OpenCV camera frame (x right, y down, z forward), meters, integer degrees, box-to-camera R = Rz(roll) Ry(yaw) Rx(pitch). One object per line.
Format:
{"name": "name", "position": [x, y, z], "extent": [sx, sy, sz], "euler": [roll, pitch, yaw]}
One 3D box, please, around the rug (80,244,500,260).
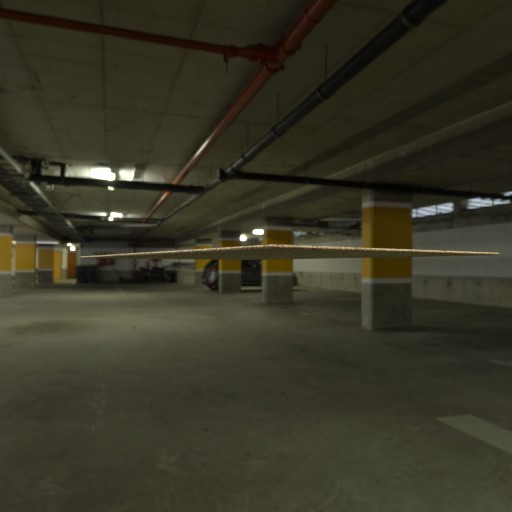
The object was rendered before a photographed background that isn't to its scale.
{"name": "rug", "position": [0.000, 0.000, 2.812], "extent": [1.547, 0.013, 2.283], "euler": [1, -2, -36]}
